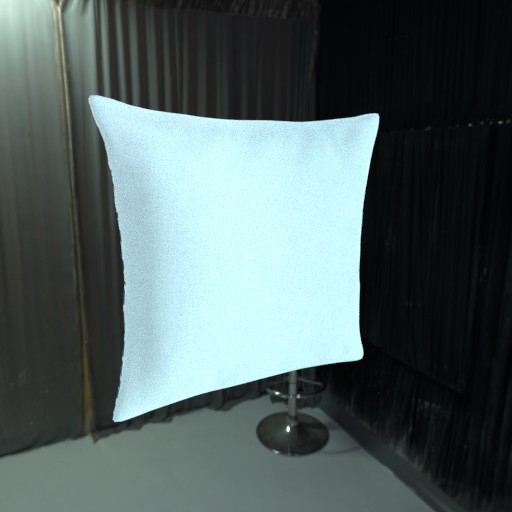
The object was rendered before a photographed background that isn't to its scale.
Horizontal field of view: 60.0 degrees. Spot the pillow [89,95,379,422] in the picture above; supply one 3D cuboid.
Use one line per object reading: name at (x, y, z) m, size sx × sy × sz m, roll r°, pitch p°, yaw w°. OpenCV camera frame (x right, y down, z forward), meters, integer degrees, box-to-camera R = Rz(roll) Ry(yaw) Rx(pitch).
pillow at (0.000, 0.000, 0.786) m, size 0.525 × 0.508 × 0.166 m, roll -6°, pitch 14°, yaw -27°
